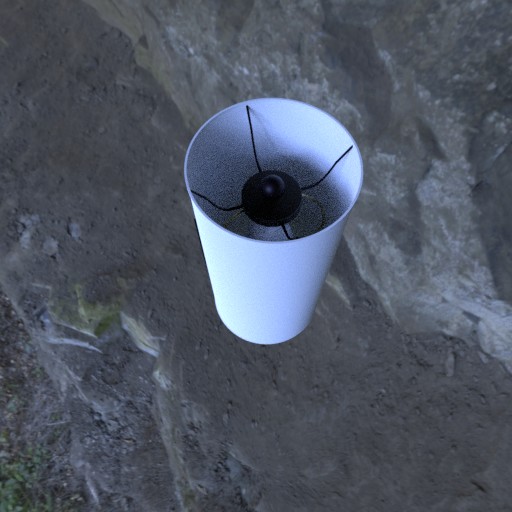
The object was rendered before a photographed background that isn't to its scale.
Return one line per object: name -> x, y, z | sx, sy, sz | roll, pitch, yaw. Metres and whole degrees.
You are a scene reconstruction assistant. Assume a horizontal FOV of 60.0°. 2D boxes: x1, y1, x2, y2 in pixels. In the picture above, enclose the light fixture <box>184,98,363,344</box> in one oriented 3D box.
light fixture -> 0.000, 0.000, 0.542 | 0.128, 0.462, 0.208 | -17, 66, -8
